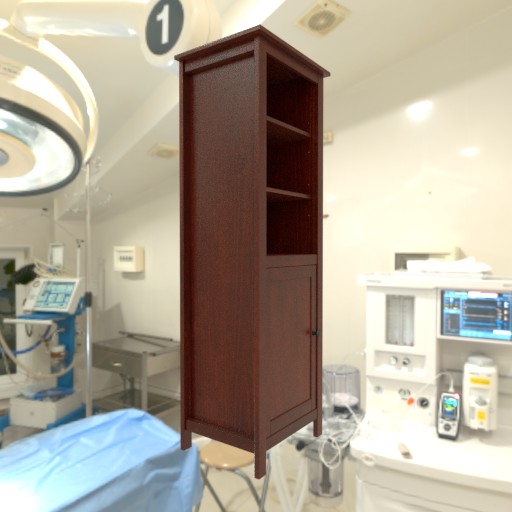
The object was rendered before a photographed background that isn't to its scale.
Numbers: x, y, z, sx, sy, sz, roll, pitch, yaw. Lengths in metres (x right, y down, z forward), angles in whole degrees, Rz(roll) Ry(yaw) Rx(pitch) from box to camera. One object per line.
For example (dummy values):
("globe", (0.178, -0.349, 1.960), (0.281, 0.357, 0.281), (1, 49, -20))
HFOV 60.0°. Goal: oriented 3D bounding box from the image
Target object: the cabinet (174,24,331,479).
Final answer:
("cabinet", (0.000, 0.000, 1.773), (0.401, 1.518, 0.500), (1, 2, 36))
